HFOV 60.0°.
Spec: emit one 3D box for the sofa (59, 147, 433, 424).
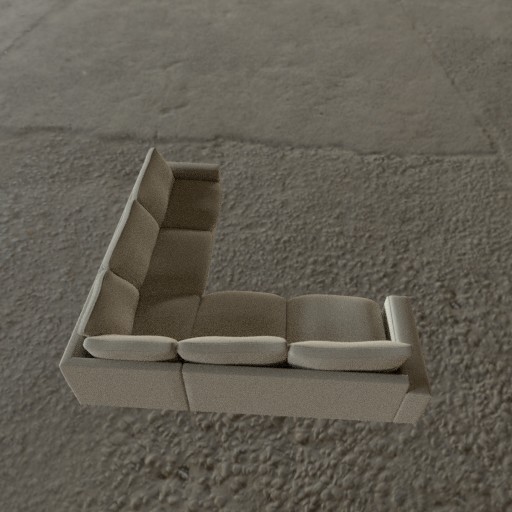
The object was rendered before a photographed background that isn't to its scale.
[{"bbox_3d":[0.000,0.000,4.845,3.066,0.918,3.206,2,45,2],"label":"sofa"}]
